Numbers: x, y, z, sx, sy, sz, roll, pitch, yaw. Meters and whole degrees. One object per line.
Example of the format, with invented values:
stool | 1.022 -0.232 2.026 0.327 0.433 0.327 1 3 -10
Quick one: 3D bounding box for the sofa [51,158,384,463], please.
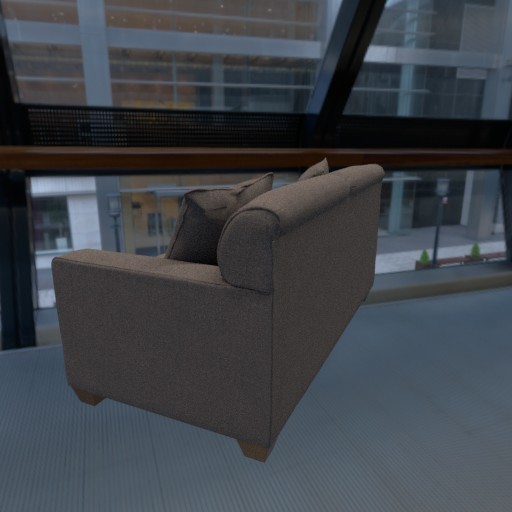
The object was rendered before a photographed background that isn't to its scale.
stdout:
sofa | 0.000 0.000 2.376 1.000 0.958 1.846 7 17 24
